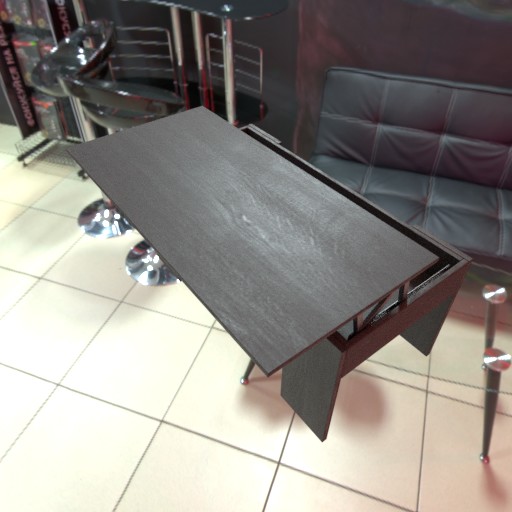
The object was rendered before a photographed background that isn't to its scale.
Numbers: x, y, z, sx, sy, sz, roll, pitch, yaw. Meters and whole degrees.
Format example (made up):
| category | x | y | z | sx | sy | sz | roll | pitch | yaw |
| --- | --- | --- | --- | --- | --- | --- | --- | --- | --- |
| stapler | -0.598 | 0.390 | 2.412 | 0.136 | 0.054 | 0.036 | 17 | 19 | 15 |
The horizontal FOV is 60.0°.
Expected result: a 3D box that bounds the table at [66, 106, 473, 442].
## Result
| category | x | y | z | sx | sy | sz | roll | pitch | yaw |
| --- | --- | --- | --- | --- | --- | --- | --- | --- | --- |
| table | 0.000 | 0.000 | 1.424 | 0.711 | 0.570 | 1.000 | -27 | 49 | -26 |
